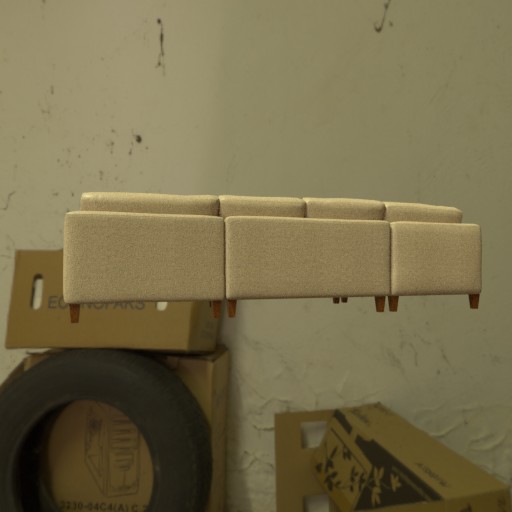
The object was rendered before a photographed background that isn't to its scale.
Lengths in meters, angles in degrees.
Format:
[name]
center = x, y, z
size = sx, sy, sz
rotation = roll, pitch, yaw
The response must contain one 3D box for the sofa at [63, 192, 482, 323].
[sofa]
center = 0.000, 0.000, 4.661
size = 3.460, 0.961, 2.594
rotation = 0, -1, -16
